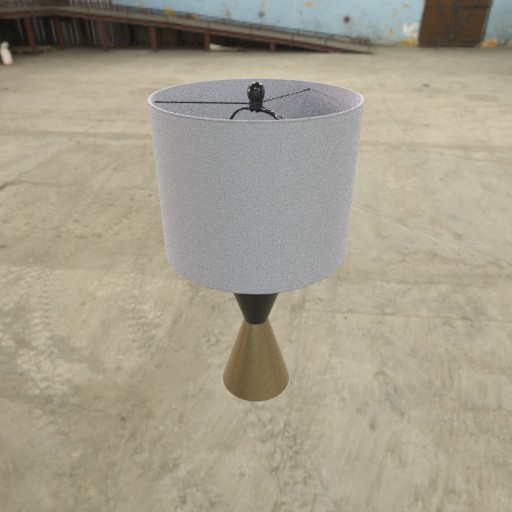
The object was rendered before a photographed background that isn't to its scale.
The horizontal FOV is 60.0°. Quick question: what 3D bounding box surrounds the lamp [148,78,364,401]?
[{"bbox_3d":[0.000,0.000,0.771,0.304,0.573,0.304,21,36,32],"label":"lamp"}]
